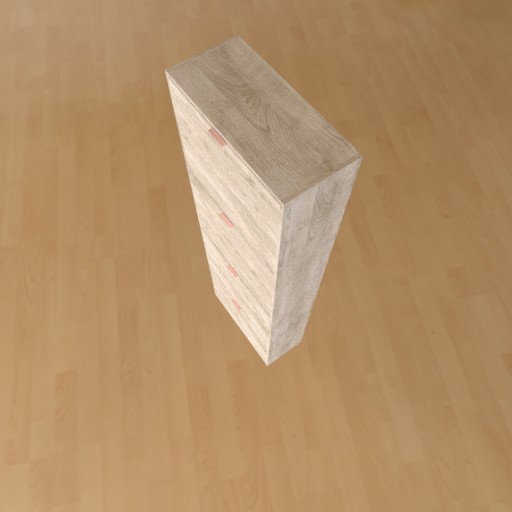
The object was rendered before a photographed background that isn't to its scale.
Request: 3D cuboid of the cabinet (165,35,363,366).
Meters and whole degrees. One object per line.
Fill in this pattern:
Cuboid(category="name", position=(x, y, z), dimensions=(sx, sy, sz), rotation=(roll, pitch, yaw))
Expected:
Cuboid(category="cabinet", position=(0.000, 0.000, 1.837), dimensions=(0.250, 1.630, 0.520), rotation=(-33, 68, -15))
